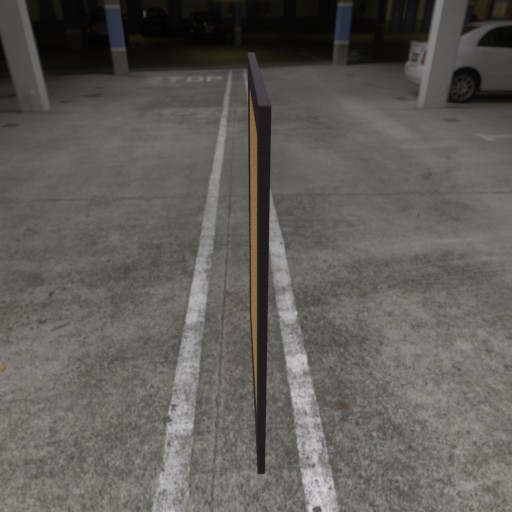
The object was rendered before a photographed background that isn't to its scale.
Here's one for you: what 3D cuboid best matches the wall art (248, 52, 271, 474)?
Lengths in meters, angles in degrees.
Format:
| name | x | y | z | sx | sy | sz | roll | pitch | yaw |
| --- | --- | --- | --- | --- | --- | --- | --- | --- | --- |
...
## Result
| name | x | y | z | sx | sy | sz | roll | pitch | yaw |
| --- | --- | --- | --- | --- | --- | --- | --- | --- | --- |
| wall art | 0.000 | 0.000 | 0.679 | 0.012 | 0.529 | 0.374 | -1 | 31 | -2 |
